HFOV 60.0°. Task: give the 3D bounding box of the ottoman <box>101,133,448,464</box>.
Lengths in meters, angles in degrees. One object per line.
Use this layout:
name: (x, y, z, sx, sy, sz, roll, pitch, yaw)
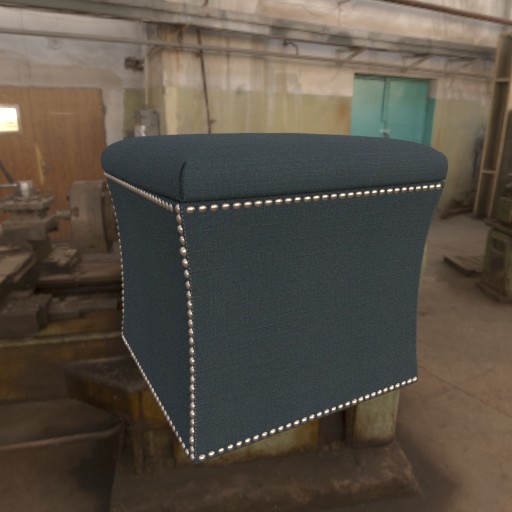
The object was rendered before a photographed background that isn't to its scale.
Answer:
ottoman: (0.000, 0.000, 0.887, 0.497, 0.475, 0.507, -9, 19, -27)
